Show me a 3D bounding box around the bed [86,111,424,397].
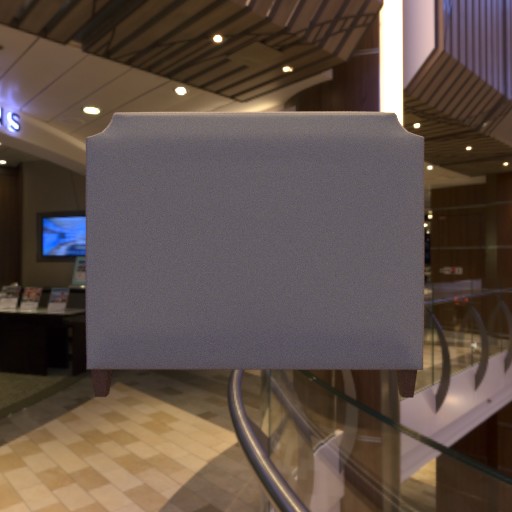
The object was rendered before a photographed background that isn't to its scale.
[{"bbox_3d":[0.000,0.000,3.370,1.713,1.443,2.372,0,0,0],"label":"bed"}]
